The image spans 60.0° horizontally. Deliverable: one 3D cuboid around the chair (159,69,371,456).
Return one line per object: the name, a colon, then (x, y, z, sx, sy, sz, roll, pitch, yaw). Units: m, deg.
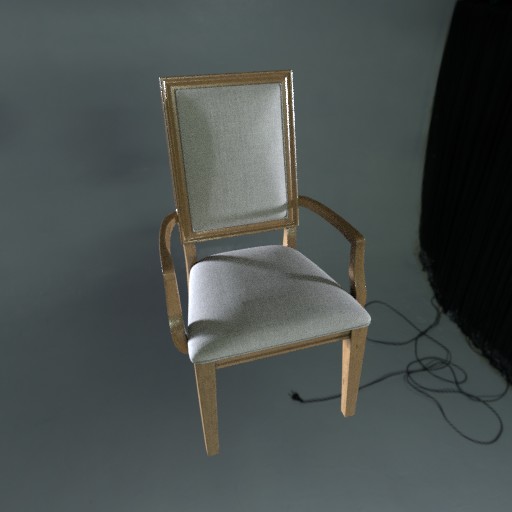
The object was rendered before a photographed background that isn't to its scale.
chair: (0.000, 0.000, 1.396, 0.606, 0.990, 0.602, -10, 33, -15)
